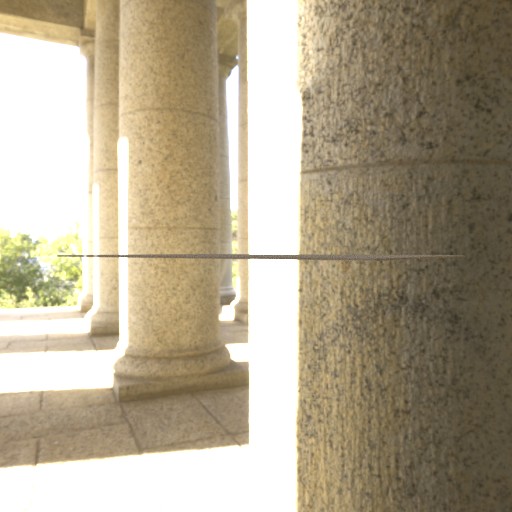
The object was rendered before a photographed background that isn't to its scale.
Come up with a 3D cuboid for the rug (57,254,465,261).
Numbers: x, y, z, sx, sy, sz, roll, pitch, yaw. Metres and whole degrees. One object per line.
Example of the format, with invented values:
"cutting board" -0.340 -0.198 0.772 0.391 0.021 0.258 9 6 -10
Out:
"rug" 0.000 0.000 2.967 2.286 0.011 1.524 0 1 37
